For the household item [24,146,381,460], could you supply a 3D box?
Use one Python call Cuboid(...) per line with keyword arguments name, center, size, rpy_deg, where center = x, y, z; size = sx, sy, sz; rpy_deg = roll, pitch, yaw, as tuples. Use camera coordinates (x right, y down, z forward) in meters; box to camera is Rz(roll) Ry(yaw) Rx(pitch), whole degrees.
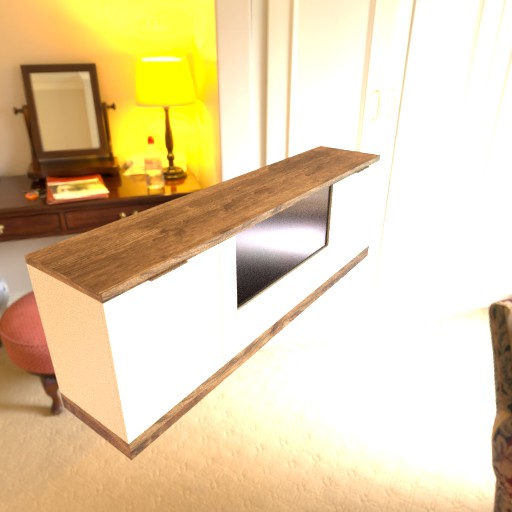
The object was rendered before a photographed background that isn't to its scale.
Cuboid(name="household item", center=(0.000, 0.000, 2.004), size=(0.390, 0.615, 1.800), rpy_deg=(18, 32, 32))
